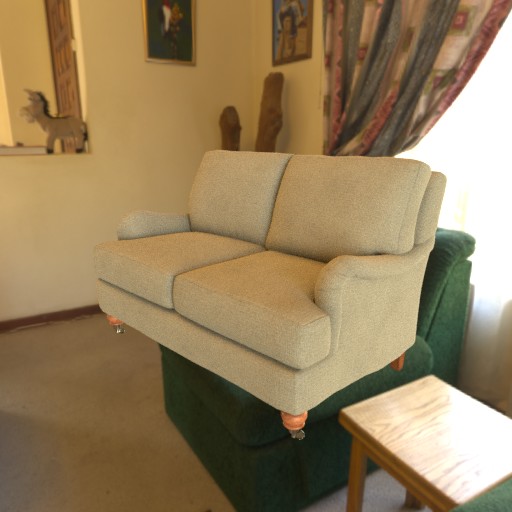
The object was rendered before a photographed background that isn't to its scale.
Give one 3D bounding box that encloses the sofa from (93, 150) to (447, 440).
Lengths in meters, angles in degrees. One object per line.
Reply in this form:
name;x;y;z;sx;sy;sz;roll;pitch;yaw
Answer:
sofa;0.000;0.000;2.241;1.480;0.999;1.087;15;21;42
